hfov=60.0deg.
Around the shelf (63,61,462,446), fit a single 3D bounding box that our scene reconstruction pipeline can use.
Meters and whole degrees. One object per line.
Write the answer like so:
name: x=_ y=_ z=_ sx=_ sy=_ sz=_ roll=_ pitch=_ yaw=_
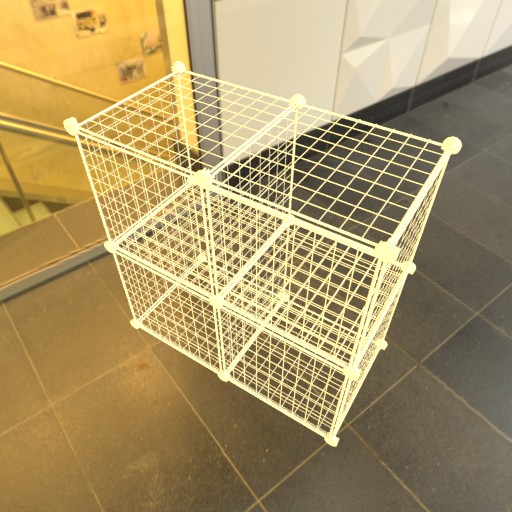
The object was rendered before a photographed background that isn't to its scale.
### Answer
shelf: x=0.000 y=0.000 z=1.124 sx=0.711 sy=0.711 sz=0.356 roll=24 pitch=50 yaw=22
